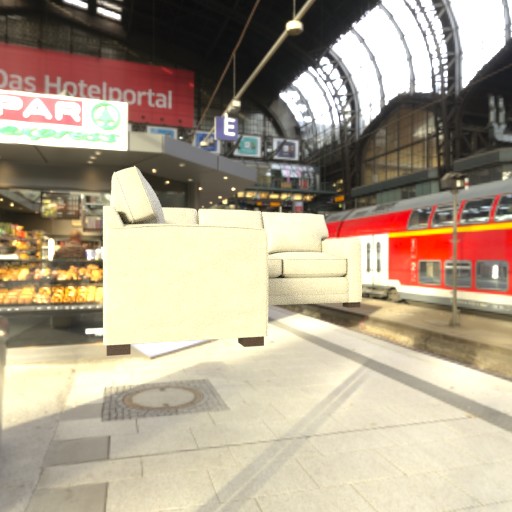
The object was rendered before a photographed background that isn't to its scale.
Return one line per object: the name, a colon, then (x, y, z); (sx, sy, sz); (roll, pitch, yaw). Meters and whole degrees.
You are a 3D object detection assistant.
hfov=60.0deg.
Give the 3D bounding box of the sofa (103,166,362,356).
sofa: (0.000, 0.000, 3.435); (2.211, 0.936, 2.188); (0, 0, -18)
